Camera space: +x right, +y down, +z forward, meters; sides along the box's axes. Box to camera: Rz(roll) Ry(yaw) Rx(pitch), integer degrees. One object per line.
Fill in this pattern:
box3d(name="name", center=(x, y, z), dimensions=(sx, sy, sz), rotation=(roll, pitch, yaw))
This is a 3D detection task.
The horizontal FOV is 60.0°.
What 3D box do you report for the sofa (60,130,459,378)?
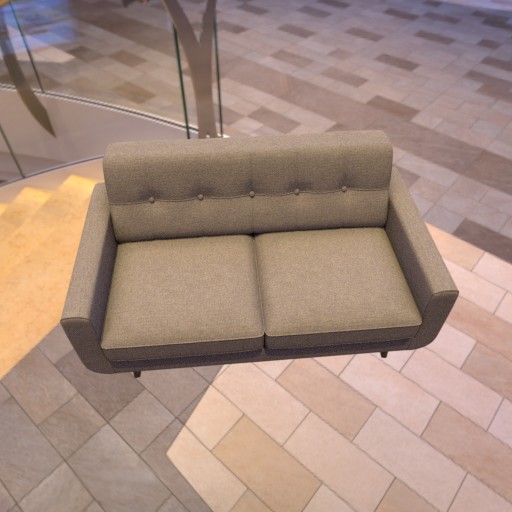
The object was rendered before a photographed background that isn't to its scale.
box3d(name="sofa", center=(0.000, 0.000, 2.178), dimensions=(1.631, 0.841, 0.909), rotation=(-4, 47, -3))
